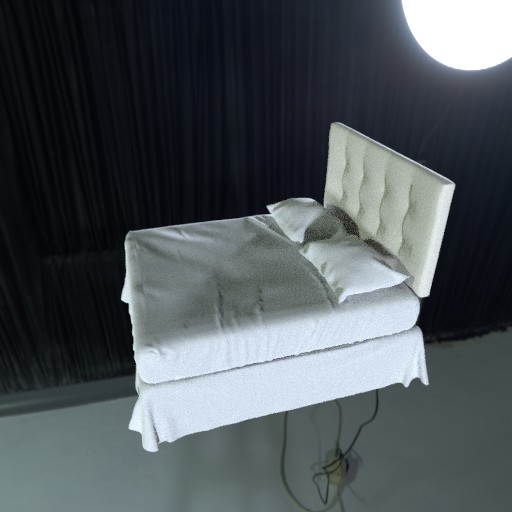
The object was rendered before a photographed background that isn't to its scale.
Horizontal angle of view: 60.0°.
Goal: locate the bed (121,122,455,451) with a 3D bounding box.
[{"bbox_3d":[0.000,0.000,3.479,2.222,1.577,1.936,-8,31,-14],"label":"bed"}]
